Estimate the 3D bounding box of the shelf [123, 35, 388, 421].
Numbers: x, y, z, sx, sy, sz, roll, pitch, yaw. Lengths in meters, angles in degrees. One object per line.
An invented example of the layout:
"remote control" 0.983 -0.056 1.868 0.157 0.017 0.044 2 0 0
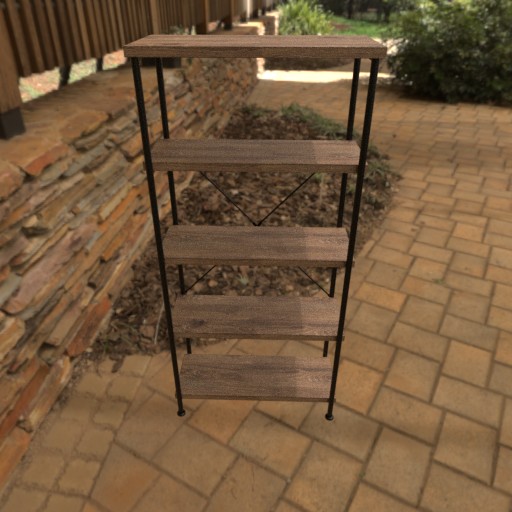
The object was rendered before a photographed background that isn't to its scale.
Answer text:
"shelf" 0.000 0.000 1.934 0.800 1.700 0.360 1 31 2
